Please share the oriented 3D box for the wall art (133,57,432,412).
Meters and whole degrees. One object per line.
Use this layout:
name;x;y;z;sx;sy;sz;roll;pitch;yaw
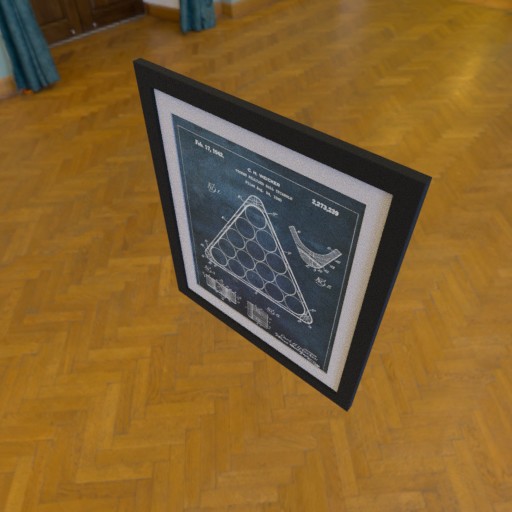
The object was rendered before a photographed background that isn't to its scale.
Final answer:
wall art;0.000;0.000;0.505;0.311;0.361;0.010;31;54;26
